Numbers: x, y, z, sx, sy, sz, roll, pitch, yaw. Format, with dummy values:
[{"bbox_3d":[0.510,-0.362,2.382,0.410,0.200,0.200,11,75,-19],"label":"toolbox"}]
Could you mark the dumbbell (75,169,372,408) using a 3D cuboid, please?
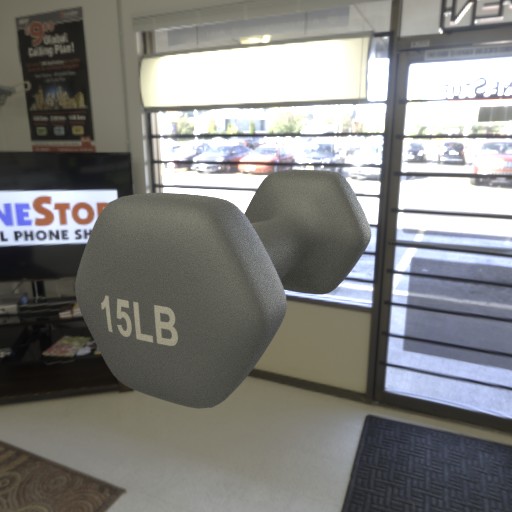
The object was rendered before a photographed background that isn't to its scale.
[{"bbox_3d":[0.000,0.000,0.306,0.116,0.105,0.240,8,17,26],"label":"dumbbell"}]
